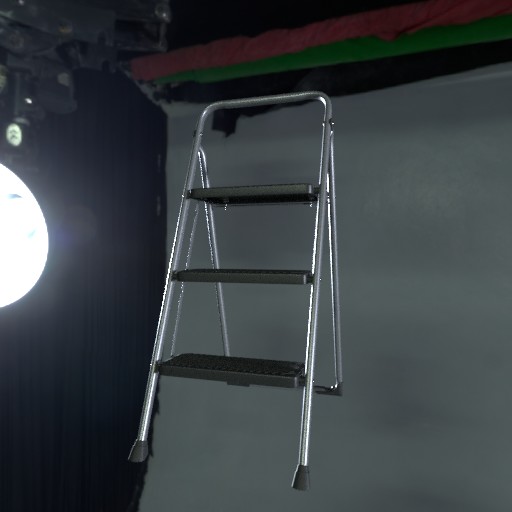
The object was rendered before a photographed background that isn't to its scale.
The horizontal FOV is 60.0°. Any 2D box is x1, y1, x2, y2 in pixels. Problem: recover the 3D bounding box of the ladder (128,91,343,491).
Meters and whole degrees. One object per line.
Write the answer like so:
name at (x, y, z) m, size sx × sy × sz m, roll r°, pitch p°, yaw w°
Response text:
ladder at (0.000, 0.000, 1.254) m, size 0.430 × 0.945 × 0.629 m, roll 0°, pitch 1°, yaw 18°
